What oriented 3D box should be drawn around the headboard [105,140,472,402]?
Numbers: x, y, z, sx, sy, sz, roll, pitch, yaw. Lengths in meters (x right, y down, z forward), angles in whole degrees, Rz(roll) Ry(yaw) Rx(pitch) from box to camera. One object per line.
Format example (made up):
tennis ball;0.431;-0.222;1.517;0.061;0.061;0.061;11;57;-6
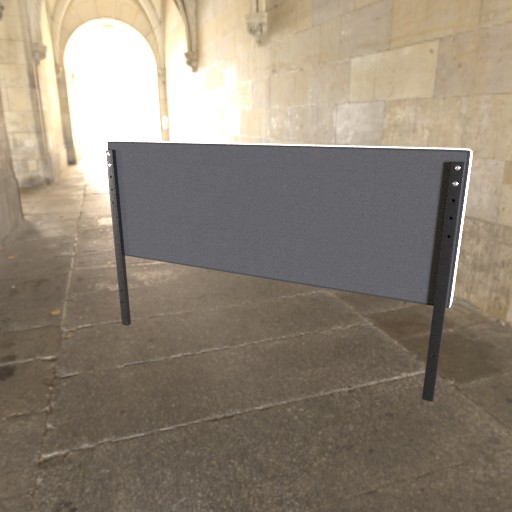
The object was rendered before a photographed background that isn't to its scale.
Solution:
headboard;0.000;0.000;2.866;2.362;1.410;0.120;8;19;25
